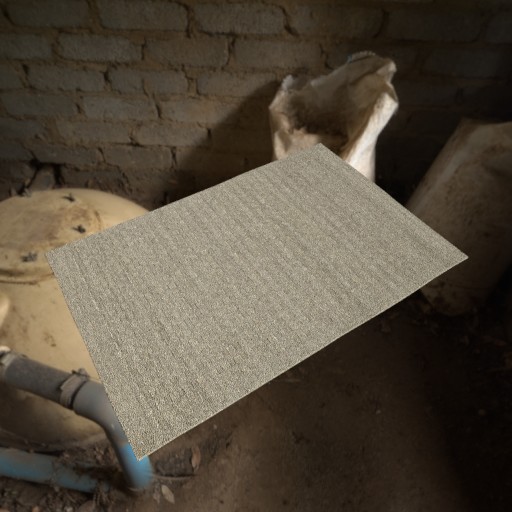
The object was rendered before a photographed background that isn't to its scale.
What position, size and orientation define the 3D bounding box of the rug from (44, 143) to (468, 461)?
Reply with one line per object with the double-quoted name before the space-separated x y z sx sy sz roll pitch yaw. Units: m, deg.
"rug" 0.000 0.000 2.875 2.297 0.018 1.532 -26 53 -21
